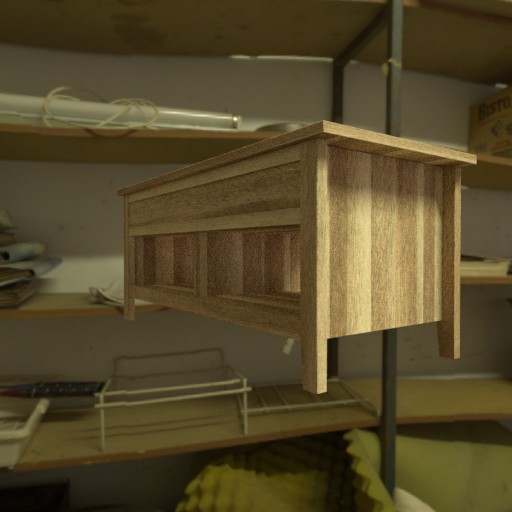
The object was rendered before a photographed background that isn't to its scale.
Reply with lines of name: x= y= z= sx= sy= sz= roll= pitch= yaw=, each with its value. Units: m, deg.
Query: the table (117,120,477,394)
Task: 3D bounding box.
table: x=0.000 y=0.000 z=1.346 sx=0.493 sy=0.480 sz=1.095 roll=-1 pitch=1 yaw=-35
